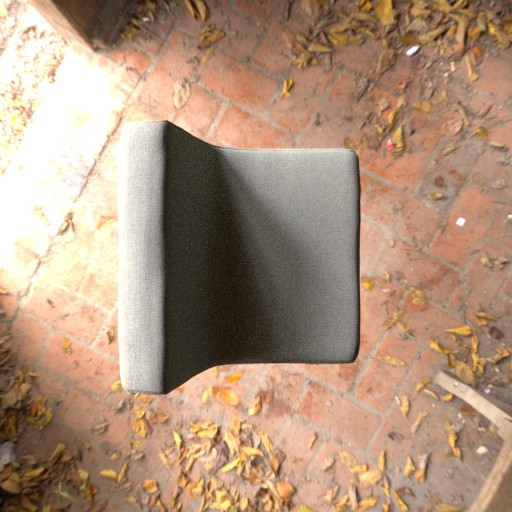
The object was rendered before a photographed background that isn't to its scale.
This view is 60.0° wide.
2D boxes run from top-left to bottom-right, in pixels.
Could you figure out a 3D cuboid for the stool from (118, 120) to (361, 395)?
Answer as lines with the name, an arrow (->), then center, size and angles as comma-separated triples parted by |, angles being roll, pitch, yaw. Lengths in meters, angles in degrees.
stool -> 0.000, 0.000, 1.308 | 0.500, 1.037, 0.511 | 0, 91, 1
